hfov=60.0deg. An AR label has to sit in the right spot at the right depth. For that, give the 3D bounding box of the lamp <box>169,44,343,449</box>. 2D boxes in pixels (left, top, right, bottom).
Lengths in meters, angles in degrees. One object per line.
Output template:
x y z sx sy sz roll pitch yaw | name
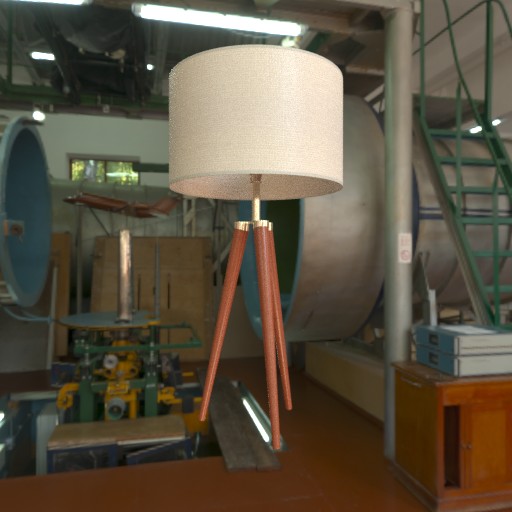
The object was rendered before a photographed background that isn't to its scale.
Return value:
0.000 0.000 0.919 0.354 0.709 0.355 0 0 21 | lamp
